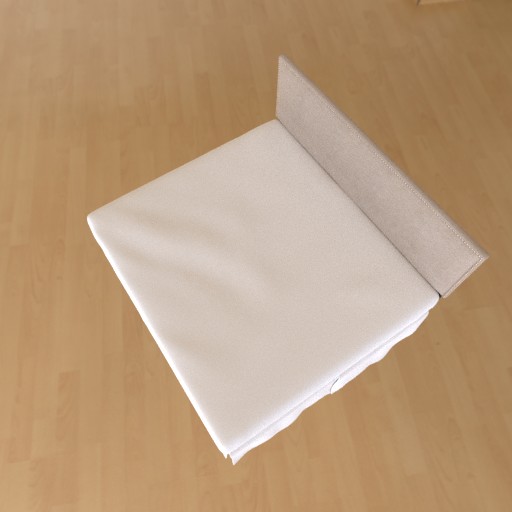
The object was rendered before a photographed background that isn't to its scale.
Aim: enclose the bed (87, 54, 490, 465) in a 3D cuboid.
[{"bbox_3d":[0.000,0.000,3.334,1.914,1.346,2.170,-31,67,-15],"label":"bed"}]
